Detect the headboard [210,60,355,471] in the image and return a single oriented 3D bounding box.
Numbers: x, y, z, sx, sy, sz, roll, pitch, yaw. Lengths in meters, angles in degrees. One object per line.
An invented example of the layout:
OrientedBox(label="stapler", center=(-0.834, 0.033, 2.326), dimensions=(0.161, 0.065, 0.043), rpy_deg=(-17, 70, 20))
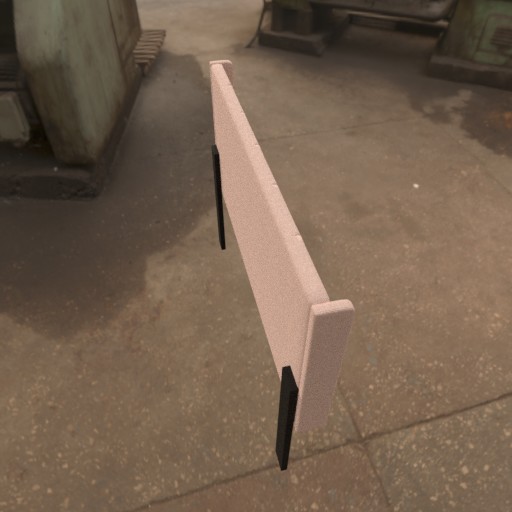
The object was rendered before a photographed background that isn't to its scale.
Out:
OrientedBox(label="headboard", center=(0.000, 0.000, 2.667), dimensions=(0.184, 1.524, 2.051), rpy_deg=(-10, 47, -10))
